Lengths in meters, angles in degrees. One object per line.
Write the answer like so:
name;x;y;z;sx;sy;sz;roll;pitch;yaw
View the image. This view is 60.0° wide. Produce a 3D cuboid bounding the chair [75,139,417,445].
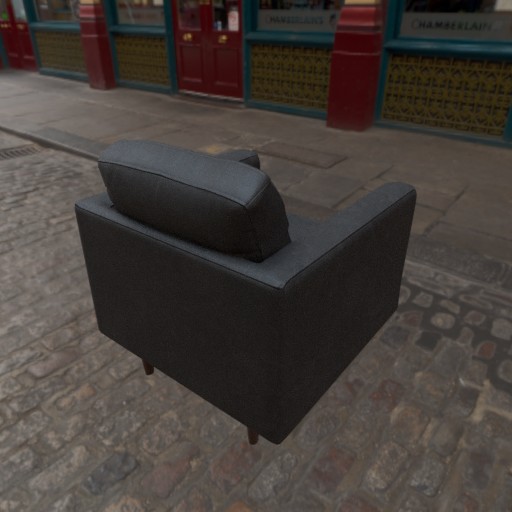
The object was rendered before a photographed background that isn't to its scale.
chair;0.000;0.000;1.595;0.831;0.898;0.879;20;35;33
